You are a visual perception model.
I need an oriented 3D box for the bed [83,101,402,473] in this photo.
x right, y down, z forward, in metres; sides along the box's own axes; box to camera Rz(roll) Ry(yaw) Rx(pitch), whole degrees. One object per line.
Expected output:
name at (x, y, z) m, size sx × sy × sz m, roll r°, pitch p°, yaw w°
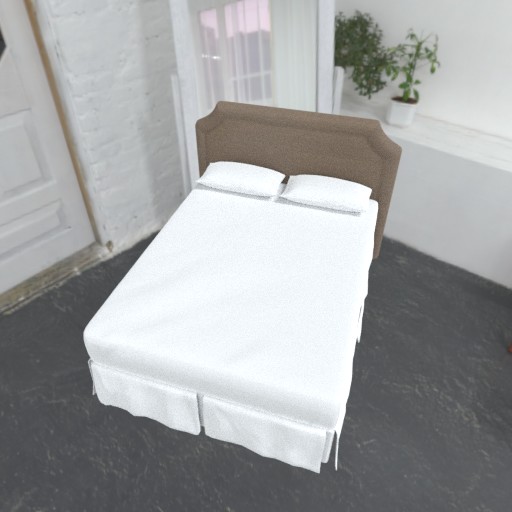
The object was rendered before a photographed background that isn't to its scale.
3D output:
bed at (0.000, 0.000, 3.090) m, size 1.693 × 1.290 × 2.116 m, roll 11°, pitch 42°, yaw 13°
